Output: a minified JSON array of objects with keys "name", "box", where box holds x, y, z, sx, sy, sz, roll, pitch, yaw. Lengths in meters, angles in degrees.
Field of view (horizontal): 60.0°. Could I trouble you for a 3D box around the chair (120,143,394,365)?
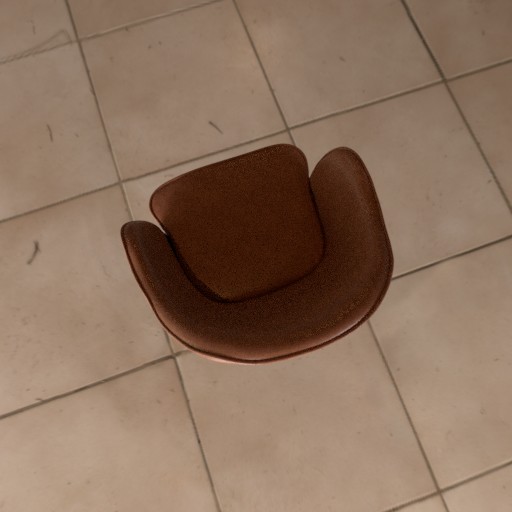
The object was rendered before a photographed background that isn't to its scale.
[{"name":"chair","box":[0.000,0.000,1.204,0.582,0.785,0.580,-20,76,-5]}]
